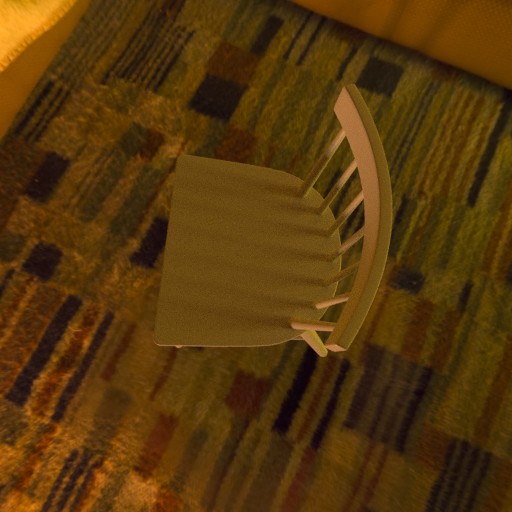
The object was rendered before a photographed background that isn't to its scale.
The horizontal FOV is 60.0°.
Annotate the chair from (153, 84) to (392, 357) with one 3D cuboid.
[{"bbox_3d":[0.000,0.000,1.124,0.500,0.787,0.483,4,76,1],"label":"chair"}]
